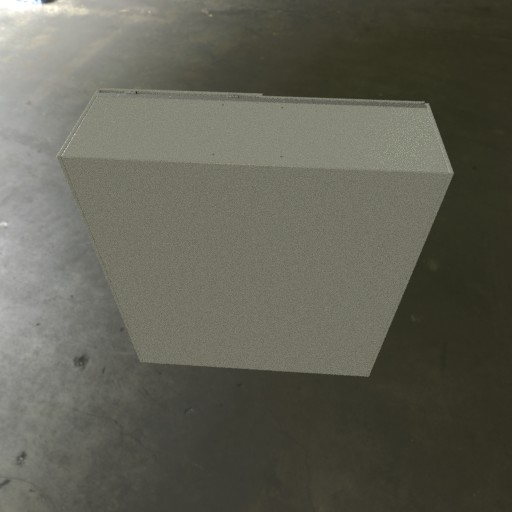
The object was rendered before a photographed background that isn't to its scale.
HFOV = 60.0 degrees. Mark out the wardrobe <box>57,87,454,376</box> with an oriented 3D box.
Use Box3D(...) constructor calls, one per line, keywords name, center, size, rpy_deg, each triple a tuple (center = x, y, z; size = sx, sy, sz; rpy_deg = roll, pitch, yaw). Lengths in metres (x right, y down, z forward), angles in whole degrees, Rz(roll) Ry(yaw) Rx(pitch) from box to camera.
Box3D(name="wardrobe", center=(0.000, 0.000, 2.918), size=(1.780, 1.960, 0.629), rpy_deg=(3, 49, 3))
